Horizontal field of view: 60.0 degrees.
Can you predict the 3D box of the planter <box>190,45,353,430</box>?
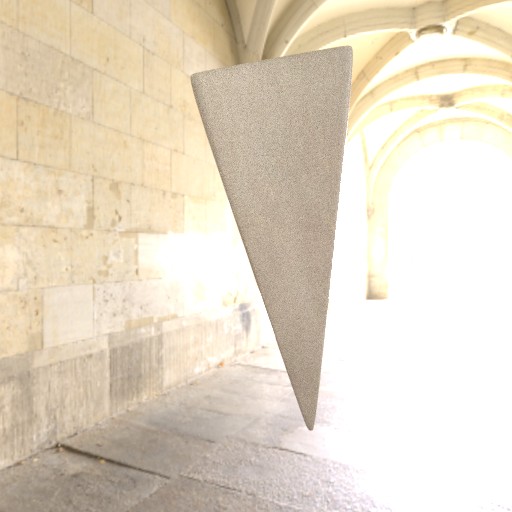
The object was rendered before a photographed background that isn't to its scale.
[{"bbox_3d":[0.000,0.000,0.272,0.081,0.224,0.101,0,1,-18],"label":"planter"}]
